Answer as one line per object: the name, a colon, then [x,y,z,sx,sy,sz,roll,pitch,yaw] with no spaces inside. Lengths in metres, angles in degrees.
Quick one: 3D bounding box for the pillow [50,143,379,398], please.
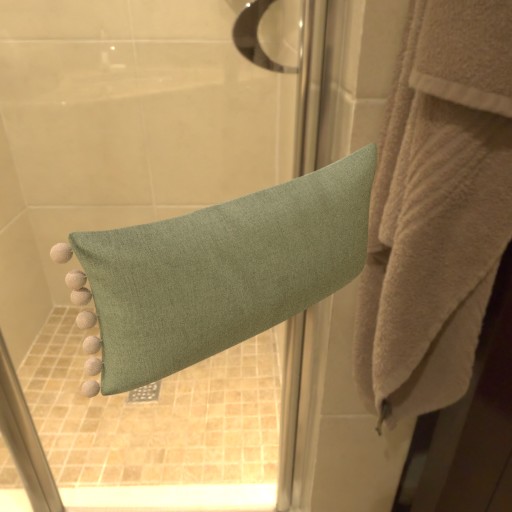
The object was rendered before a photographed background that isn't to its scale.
pillow: [0.000,0.000,0.842,0.709,0.322,0.201,-21,36,-33]
